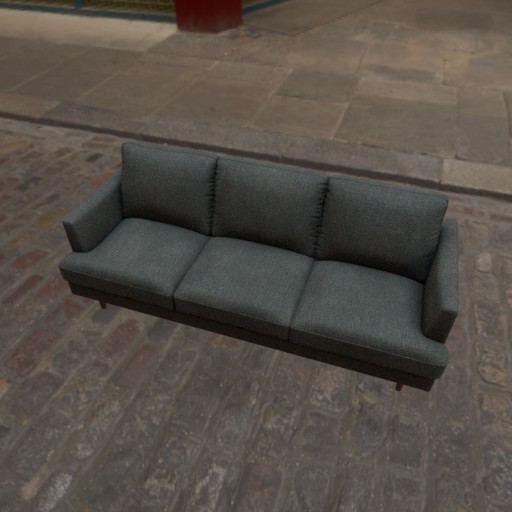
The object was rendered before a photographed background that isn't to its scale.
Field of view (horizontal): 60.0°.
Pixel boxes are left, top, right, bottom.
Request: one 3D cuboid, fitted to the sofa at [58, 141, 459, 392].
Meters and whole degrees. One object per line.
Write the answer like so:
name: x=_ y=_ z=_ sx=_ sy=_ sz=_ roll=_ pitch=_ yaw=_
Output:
sofa: x=0.000 y=0.000 z=2.682 sx=2.246 sy=0.930 sz=0.903 roll=13 pitch=43 yaw=14
